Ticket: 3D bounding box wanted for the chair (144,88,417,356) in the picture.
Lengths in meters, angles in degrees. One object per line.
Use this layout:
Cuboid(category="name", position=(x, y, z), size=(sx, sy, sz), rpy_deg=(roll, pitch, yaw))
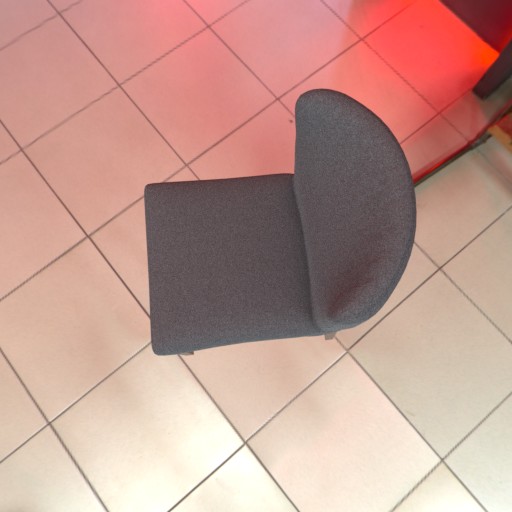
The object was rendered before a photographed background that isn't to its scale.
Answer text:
Cuboid(category="chair", position=(0.000, 0.000, 1.208), size=(0.592, 0.839, 0.491), rpy_deg=(-6, 75, -2))
